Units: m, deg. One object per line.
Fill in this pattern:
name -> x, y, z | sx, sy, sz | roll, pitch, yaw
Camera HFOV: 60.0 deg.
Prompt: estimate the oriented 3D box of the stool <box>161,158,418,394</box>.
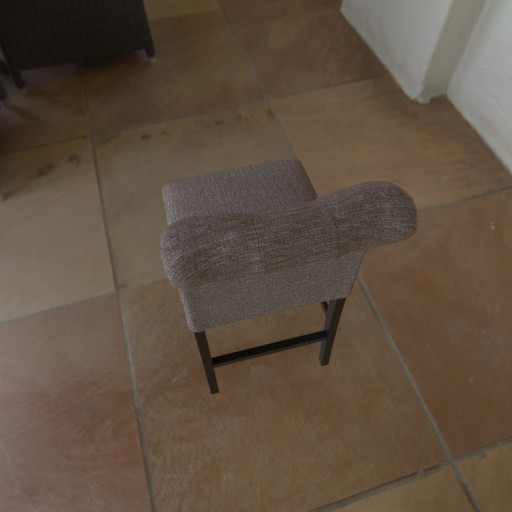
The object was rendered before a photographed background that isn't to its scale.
stool -> 0.000, 0.000, 1.272 | 0.457, 0.970, 0.611 | -12, 58, -8
